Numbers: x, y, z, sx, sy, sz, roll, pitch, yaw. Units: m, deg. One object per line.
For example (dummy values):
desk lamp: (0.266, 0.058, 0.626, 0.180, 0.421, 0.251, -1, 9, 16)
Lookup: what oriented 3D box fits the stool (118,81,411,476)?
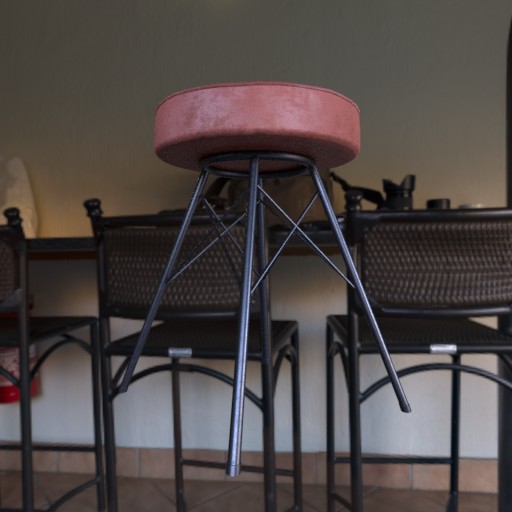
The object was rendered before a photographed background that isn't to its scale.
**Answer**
stool: (0.000, 0.000, 0.905, 0.421, 0.593, 0.457, -1, 1, -36)
